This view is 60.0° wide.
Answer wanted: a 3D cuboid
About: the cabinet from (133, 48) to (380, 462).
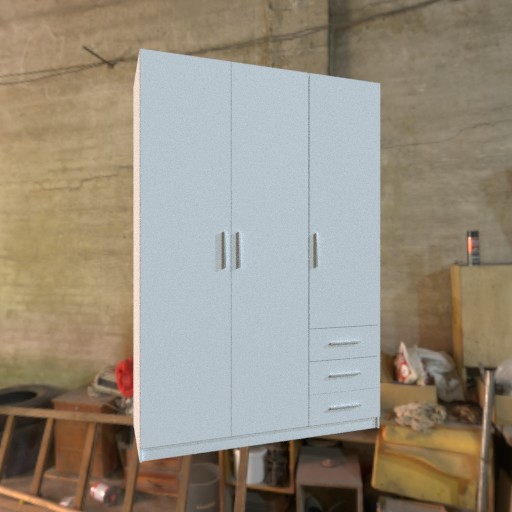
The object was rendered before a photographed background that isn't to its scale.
[{"bbox_3d":[0.000,0.000,2.472,1.290,1.910,0.510,0,0,-19],"label":"cabinet"}]
